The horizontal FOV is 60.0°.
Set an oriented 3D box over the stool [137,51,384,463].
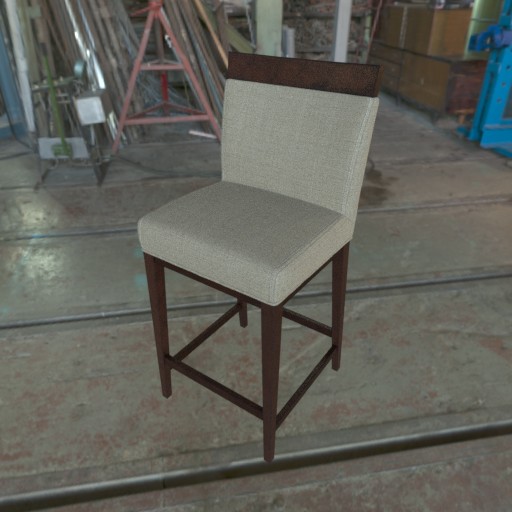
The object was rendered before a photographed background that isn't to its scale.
[{"bbox_3d":[0.000,0.000,1.275,0.463,1.011,0.480,20,37,29],"label":"stool"}]
